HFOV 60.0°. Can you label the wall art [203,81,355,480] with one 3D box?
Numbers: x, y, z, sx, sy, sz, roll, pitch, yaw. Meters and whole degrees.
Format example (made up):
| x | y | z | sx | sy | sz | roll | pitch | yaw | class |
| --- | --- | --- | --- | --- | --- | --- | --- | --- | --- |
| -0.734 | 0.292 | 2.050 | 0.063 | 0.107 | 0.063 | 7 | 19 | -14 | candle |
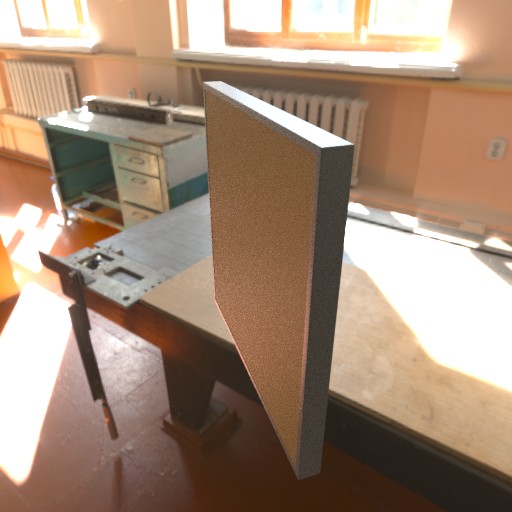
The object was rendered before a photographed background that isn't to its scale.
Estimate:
| x | y | z | sx | sy | sz | roll | pitch | yaw | class |
| --- | --- | --- | --- | --- | --- | --- | --- | --- | --- |
| 0.000 | 0.000 | 0.528 | 0.028 | 0.349 | 0.349 | -9 | 30 | -17 | wall art |
